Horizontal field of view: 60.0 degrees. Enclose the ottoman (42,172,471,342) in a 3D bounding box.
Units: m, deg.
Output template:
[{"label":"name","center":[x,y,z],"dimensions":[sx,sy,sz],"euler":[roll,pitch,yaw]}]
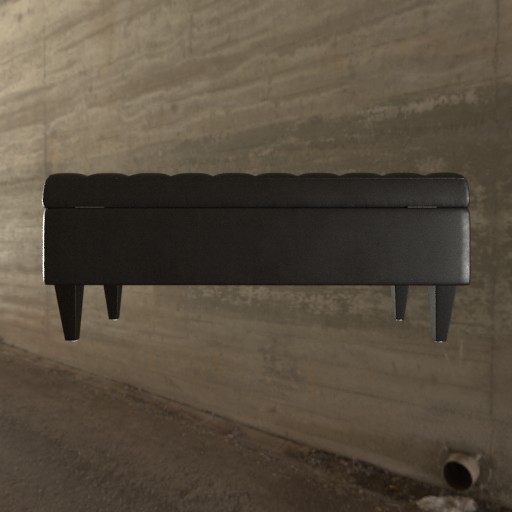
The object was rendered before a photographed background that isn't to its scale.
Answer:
[{"label":"ottoman","center":[0.000,0.000,1.411],"dimensions":[1.151,0.469,0.482],"euler":[0,1,0]}]
